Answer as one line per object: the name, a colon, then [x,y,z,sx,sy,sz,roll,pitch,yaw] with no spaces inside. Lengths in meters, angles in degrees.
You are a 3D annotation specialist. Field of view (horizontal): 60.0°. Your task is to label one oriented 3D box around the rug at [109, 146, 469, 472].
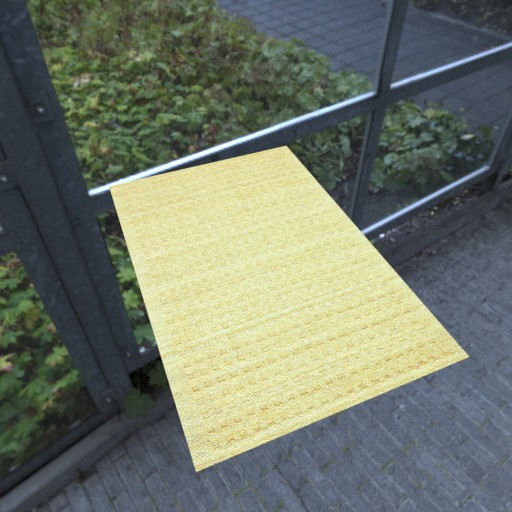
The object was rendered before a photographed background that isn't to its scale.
rug: [0.000,0.000,2.912,1.524,0.006,2.286,-16,48,-16]
